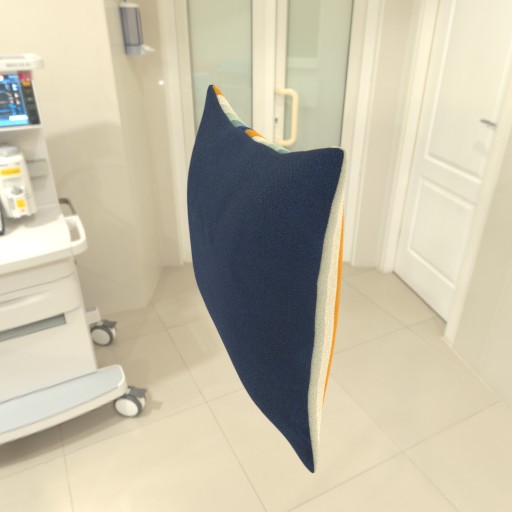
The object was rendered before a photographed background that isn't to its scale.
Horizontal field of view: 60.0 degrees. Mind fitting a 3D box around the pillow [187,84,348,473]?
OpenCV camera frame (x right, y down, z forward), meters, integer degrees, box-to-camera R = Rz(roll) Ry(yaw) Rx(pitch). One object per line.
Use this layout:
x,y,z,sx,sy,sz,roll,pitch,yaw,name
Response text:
0.000,0.000,0.698,0.173,0.454,0.463,-10,30,-18,pillow
